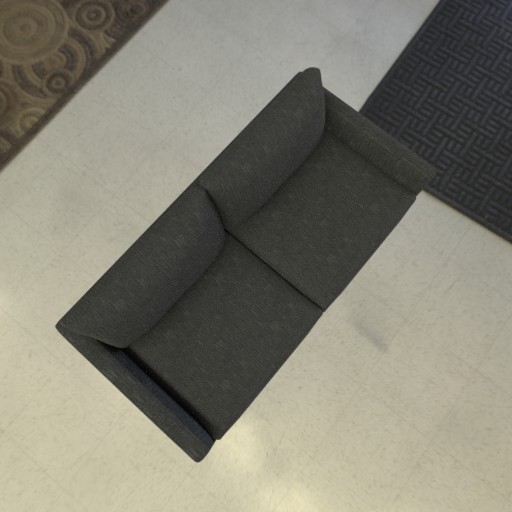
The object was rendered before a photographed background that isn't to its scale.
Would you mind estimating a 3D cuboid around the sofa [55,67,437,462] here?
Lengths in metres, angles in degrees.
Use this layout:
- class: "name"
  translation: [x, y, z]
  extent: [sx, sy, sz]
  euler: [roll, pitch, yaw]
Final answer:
- class: "sofa"
  translation: [0.000, 0.000, 2.179]
  extent: [0.866, 0.862, 1.716]
  euler: [40, 79, 9]
